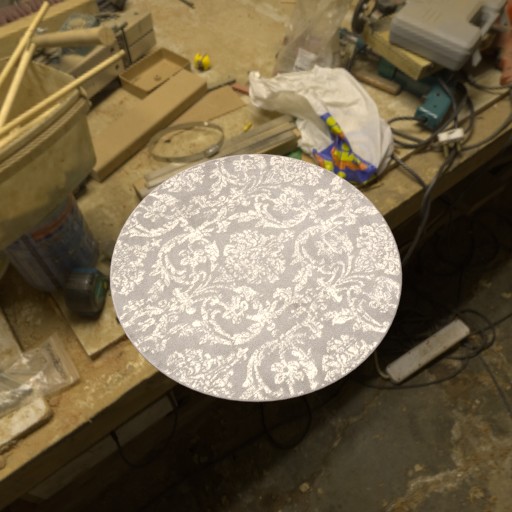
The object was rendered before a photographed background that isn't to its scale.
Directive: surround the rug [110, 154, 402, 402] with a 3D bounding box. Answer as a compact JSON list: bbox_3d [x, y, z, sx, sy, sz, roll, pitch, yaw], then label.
[{"bbox_3d":[0.000,0.000,2.457,1.593,0.012,1.593,0,57,0],"label":"rug"}]
